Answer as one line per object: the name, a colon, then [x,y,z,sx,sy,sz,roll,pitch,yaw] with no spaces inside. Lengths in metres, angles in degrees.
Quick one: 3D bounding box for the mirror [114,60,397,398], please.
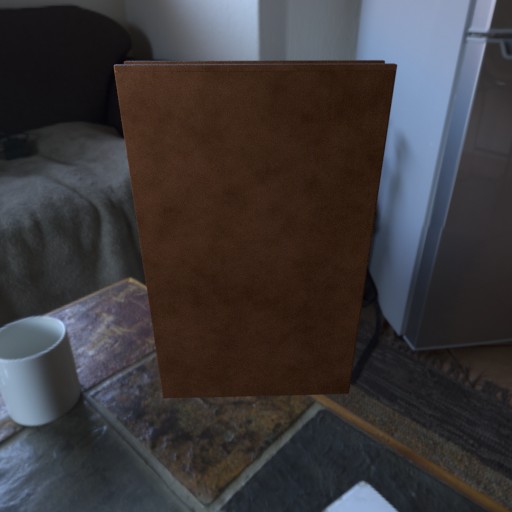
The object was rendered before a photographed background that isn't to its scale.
mirror: [0.000,0.000,0.953,0.468,0.768,0.082,-1,30,-2]
